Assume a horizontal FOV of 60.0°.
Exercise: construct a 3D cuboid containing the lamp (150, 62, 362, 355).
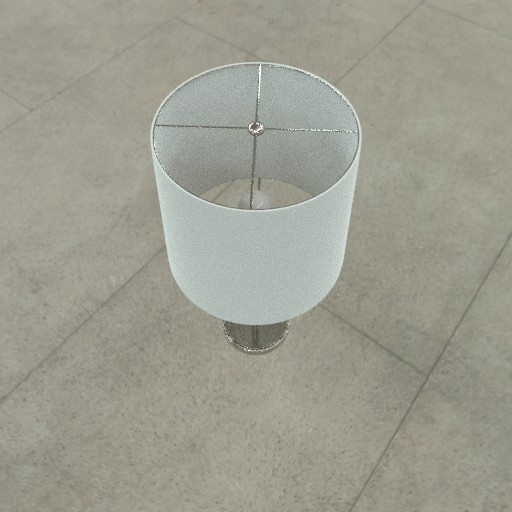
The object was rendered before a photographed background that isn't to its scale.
[{"bbox_3d":[0.000,0.000,0.804,0.303,0.618,0.303,0,59,0],"label":"lamp"}]
